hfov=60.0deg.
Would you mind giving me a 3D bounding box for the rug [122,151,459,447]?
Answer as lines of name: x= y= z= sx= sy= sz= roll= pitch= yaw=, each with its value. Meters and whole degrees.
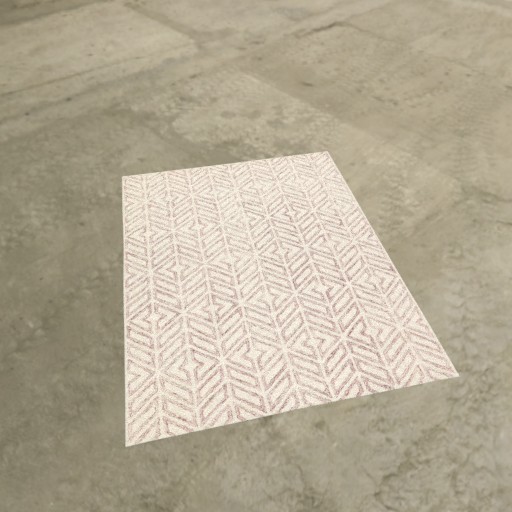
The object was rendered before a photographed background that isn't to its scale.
rug: x=0.000 y=0.000 z=4.129 sx=2.421 sy=0.008 sz=3.045 roll=-9 pitch=47 yaw=-8
